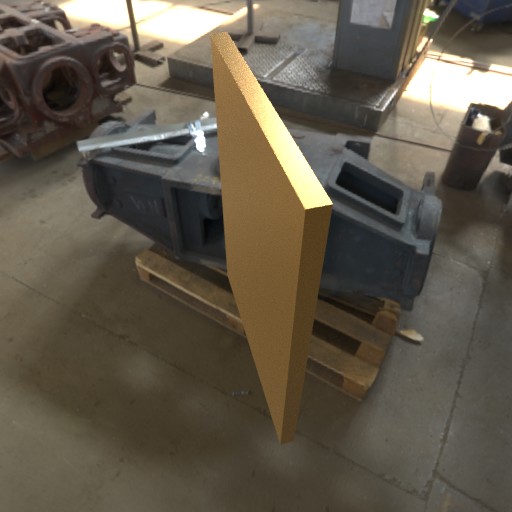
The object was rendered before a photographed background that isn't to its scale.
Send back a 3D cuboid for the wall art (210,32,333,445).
[{"bbox_3d":[0.000,0.000,1.071,0.038,0.812,0.610,-12,48,-11],"label":"wall art"}]
